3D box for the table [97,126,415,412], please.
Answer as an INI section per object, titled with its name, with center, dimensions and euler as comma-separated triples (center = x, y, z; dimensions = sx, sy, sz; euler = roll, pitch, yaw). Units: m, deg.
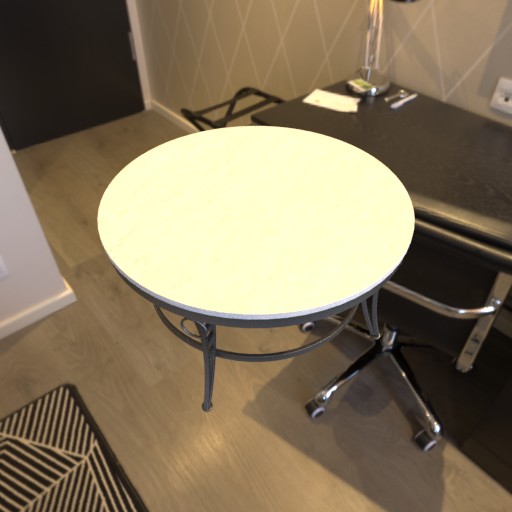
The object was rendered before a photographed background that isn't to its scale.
[table]
center = 0.000, 0.000, 1.443
dimensions = 0.889, 0.470, 0.889
euler = 0, 42, 0
